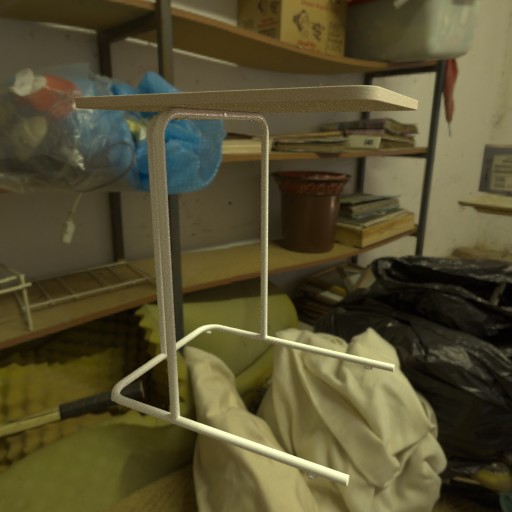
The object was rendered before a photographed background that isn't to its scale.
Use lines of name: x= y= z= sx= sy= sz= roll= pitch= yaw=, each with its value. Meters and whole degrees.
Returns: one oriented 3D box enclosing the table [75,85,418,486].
table: x=0.000 y=0.000 z=0.826 sx=0.480 sy=0.550 sz=0.370 roll=8 pitch=18 yaw=26
